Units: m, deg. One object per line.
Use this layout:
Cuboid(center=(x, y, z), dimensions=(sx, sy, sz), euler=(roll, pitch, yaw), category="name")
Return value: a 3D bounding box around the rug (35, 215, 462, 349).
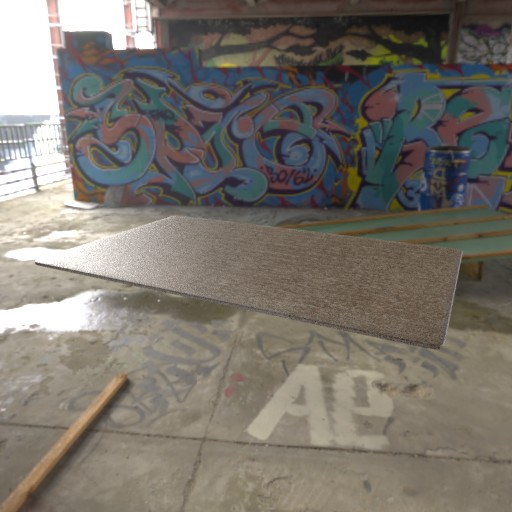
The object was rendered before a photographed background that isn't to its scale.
Cuboid(center=(0.000, 0.000, 2.974), dimensions=(2.469, 0.024, 1.539), euler=(9, 20, 25), category="rug")
